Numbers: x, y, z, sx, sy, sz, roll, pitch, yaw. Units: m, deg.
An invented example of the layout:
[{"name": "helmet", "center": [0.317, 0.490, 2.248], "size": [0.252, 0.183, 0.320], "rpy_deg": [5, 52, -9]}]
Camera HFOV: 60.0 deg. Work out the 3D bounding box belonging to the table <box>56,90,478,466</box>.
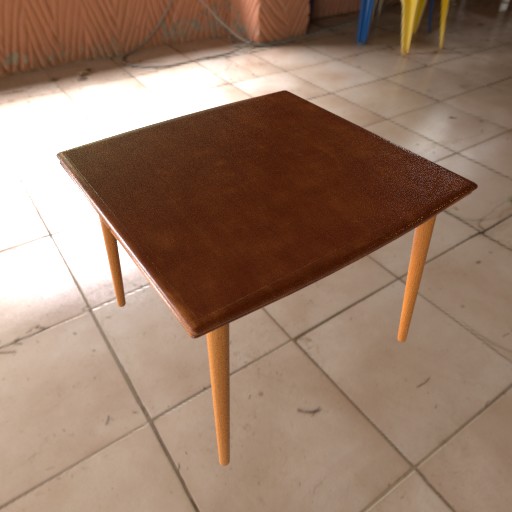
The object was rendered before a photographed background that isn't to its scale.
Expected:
[{"name": "table", "center": [0.000, 0.000, 1.661], "size": [0.991, 0.754, 0.991], "rpy_deg": [-25, 47, -26]}]
